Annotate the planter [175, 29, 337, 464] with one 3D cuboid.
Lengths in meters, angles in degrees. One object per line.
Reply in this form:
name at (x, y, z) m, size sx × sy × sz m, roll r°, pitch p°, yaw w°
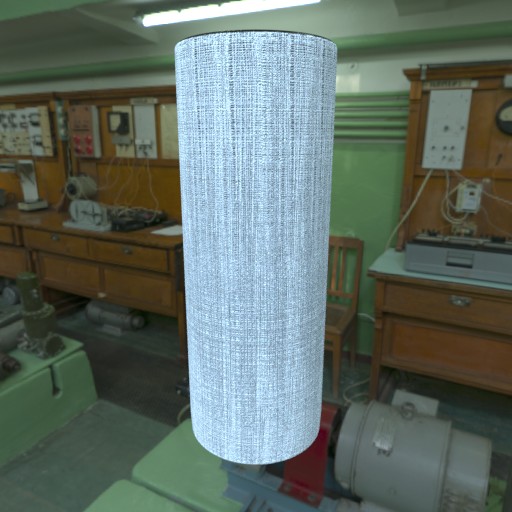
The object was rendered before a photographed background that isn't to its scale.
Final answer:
planter at (0.000, 0.000, 0.312) m, size 0.100 × 0.270 × 0.100 m, roll 8°, pitch 17°, yaw 25°
